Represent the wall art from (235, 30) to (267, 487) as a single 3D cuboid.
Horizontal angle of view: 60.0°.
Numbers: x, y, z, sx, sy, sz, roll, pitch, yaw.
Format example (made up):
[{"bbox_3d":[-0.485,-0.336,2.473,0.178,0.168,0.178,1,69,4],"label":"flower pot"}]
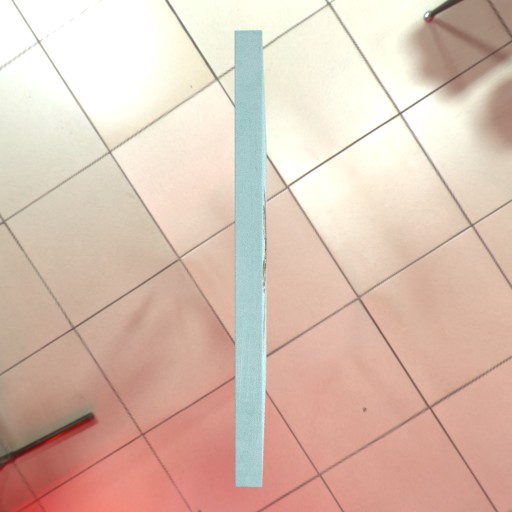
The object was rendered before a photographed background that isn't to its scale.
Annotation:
[{"bbox_3d":[0.000,0.000,0.885,0.036,0.603,0.603,0,91,2],"label":"wall art"}]
